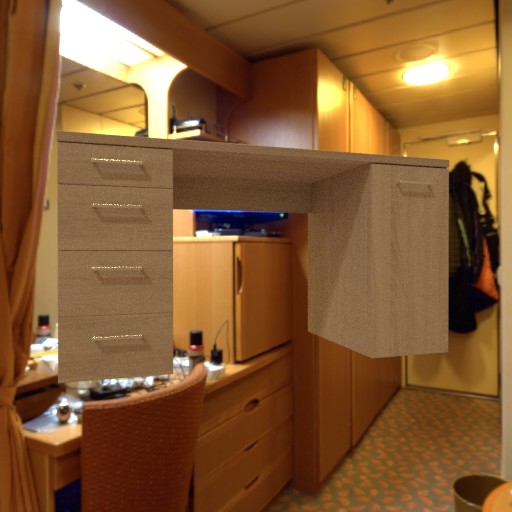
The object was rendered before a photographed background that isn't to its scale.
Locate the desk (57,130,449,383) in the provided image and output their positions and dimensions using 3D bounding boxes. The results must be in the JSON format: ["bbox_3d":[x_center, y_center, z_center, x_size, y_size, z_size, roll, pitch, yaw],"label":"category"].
[{"bbox_3d":[0.000,0.000,1.759,1.390,0.740,0.600,0,0,-17],"label":"desk"}]
